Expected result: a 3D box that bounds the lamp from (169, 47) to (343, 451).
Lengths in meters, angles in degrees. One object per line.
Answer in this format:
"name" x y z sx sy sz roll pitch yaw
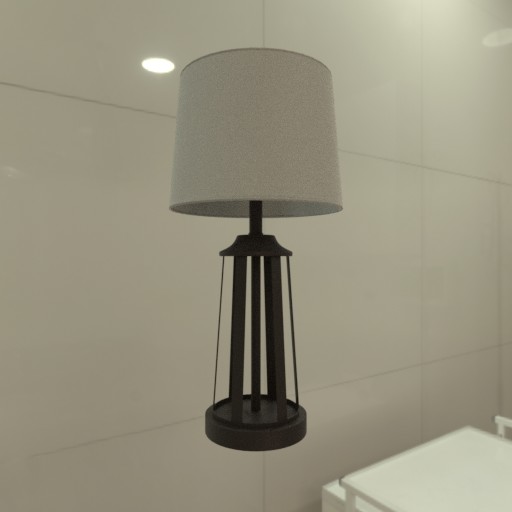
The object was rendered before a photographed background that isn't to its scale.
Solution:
"lamp" 0.000 0.000 0.650 0.251 0.509 0.251 0 0 0
